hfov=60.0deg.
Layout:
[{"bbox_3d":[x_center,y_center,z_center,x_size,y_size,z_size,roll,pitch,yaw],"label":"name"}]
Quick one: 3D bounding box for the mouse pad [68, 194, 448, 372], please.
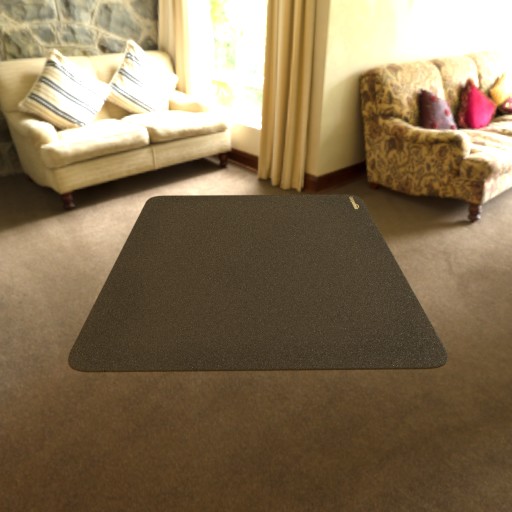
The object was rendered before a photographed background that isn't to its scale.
[{"bbox_3d":[0.000,0.000,0.634,0.393,0.002,0.451,0,30,-1],"label":"mouse pad"}]
